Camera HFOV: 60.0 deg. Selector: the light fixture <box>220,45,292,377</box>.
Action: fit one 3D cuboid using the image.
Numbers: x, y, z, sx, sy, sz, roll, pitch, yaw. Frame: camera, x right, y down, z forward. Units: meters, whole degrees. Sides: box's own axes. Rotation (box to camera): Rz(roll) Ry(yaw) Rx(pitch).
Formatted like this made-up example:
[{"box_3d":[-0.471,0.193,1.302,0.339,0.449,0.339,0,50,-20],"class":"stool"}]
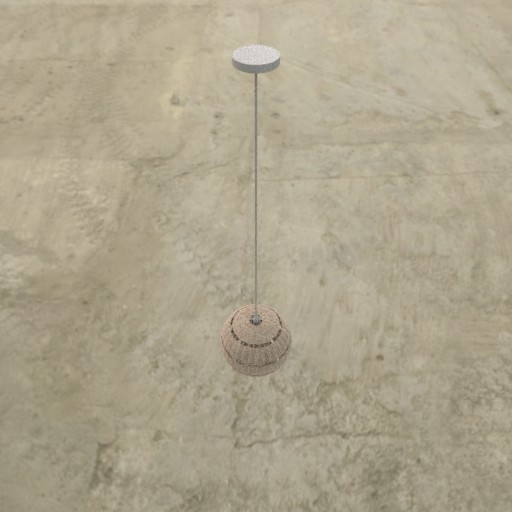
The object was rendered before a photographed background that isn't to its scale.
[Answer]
[{"box_3d":[0.000,0.000,2.259,0.457,2.019,0.457,22,50,19],"class":"light fixture"}]
